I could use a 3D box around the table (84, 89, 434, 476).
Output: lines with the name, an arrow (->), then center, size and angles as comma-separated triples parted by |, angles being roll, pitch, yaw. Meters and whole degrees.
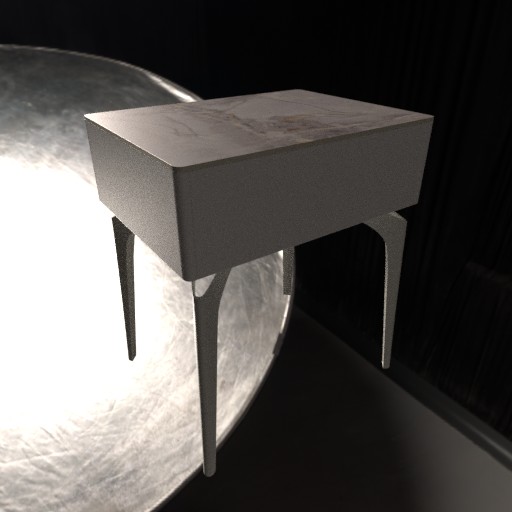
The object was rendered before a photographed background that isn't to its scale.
table -> 0.000, 0.000, 0.922 | 0.500, 0.570, 0.400 | -19, 34, -30
